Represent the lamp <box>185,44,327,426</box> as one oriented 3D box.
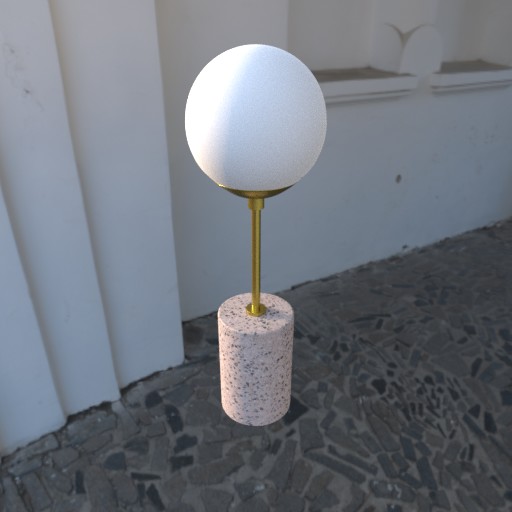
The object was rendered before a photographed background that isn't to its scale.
[{"bbox_3d":[0.000,0.000,0.557,0.153,0.480,0.153,0,26,0],"label":"lamp"}]
